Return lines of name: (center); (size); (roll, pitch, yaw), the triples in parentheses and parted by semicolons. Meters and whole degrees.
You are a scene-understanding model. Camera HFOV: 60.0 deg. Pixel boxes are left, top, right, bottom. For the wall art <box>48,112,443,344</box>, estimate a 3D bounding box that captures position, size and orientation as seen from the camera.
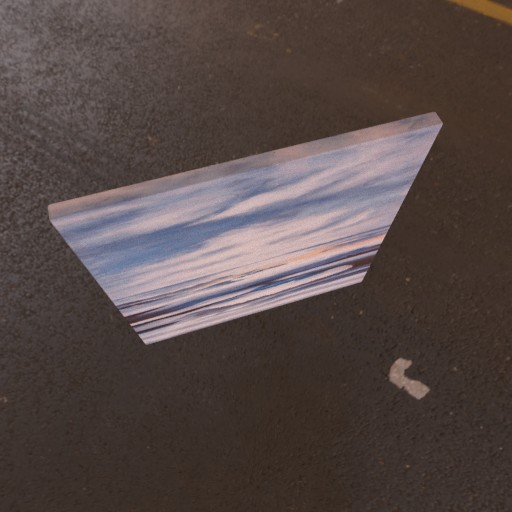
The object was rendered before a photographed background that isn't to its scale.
wall art: (0.000, 0.000, 1.142); (0.747, 0.747, 0.035); (-15, 64, -8)
